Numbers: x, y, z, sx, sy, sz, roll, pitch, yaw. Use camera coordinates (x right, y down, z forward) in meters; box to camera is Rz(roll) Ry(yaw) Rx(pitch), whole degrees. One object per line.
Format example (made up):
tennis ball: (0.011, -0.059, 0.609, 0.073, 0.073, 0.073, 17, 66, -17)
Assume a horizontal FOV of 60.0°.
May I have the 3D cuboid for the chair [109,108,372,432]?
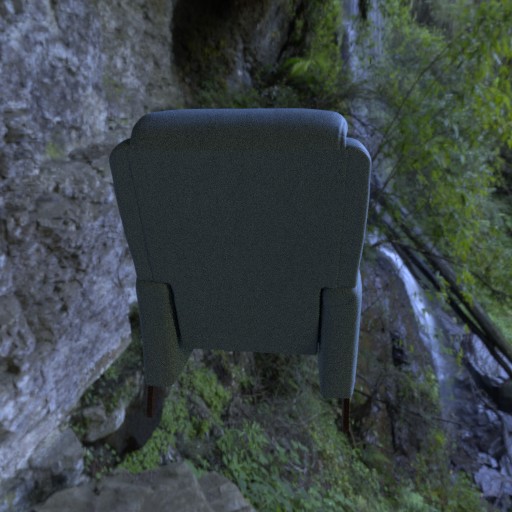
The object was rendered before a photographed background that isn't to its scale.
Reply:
chair: (0.000, 0.000, 1.756, 0.785, 1.067, 0.988, 2, 15, 6)
